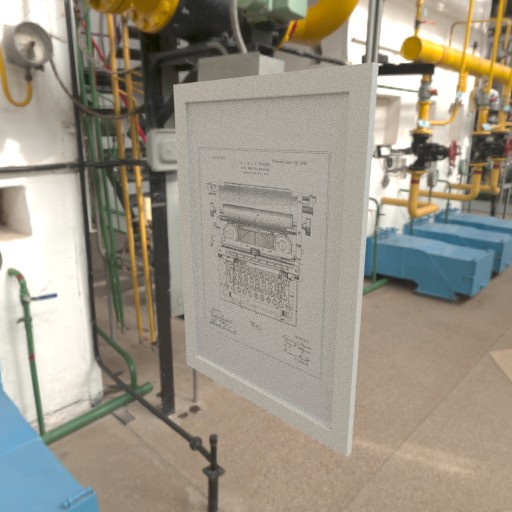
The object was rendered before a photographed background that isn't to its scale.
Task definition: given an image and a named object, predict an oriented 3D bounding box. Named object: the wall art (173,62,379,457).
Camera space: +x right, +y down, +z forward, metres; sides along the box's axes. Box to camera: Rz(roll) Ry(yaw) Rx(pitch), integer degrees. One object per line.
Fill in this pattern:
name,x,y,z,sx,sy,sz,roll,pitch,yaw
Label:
wall art,0.000,0.000,0.705,0.381,0.533,0.013,15,22,42
